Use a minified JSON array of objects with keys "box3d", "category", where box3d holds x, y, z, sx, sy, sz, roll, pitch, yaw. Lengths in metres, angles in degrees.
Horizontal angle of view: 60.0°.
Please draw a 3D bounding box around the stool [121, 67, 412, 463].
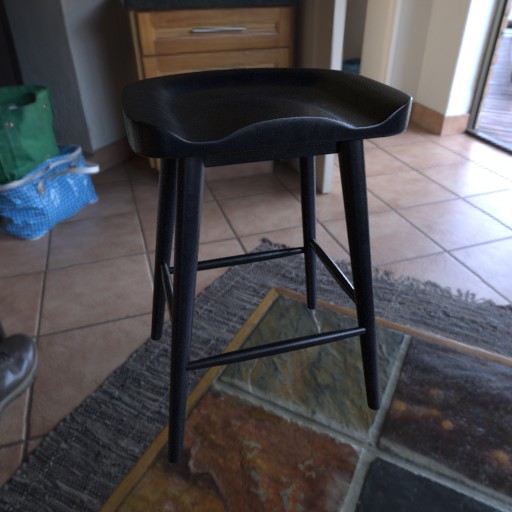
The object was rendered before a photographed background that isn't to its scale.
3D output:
[{"box3d":[0.000,0.000,0.842,0.440,0.615,0.361,-9,34,-14],"category":"stool"}]
